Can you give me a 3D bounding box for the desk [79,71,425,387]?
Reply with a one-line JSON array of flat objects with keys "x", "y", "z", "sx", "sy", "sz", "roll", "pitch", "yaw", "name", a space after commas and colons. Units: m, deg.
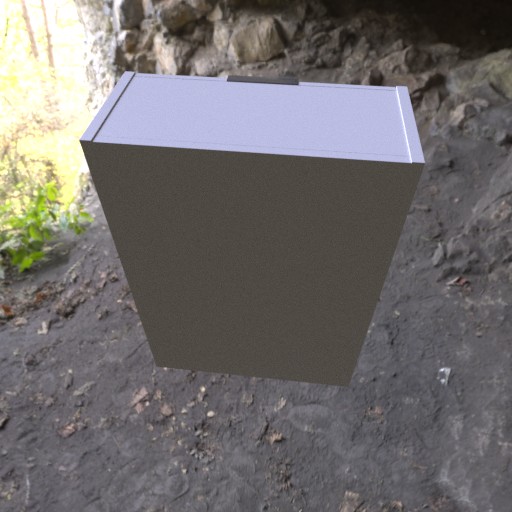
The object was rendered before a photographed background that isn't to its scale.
[{"x": 0.000, "y": 0.000, "z": 1.651, "sx": 0.850, "sy": 1.190, "sz": 0.390, "roll": 5, "pitch": 48, "yaw": 4, "name": "desk"}]
